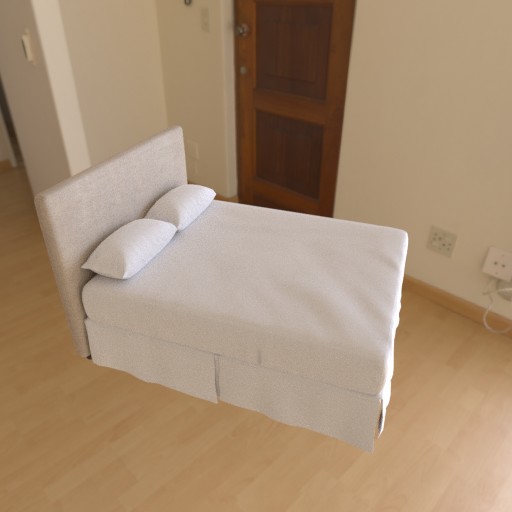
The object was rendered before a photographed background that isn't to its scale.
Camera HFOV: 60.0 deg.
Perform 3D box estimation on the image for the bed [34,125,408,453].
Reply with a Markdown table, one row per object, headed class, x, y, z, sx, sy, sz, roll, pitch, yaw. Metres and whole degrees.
| class | x | y | z | sx | sy | sz | roll | pitch | yaw |
| --- | --- | --- | --- | --- | --- | --- | --- | --- | --- |
| bed | 0.000 | 0.000 | 3.228 | 2.162 | 1.330 | 1.713 | 11 | 33 | 17 |
